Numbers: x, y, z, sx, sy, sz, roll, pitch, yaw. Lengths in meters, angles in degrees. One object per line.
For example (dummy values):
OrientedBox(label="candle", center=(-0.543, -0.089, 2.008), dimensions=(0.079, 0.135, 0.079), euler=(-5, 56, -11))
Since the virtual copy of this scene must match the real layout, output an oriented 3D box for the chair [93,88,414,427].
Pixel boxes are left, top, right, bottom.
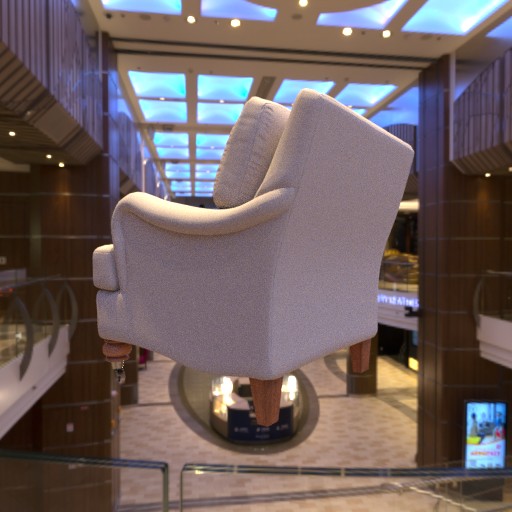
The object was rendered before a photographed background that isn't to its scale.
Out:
OrientedBox(label="chair", center=(0.000, 0.000, 1.875), dimensions=(1.070, 1.038, 0.955), euler=(1, 1, 36))
